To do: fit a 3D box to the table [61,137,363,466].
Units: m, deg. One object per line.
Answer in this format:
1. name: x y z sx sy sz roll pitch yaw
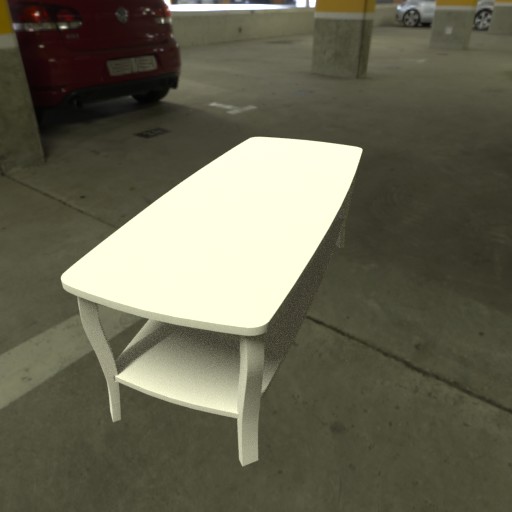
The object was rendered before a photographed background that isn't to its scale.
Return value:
1. table: 0.000 0.000 1.577 0.561 0.474 1.334 11 32 17
